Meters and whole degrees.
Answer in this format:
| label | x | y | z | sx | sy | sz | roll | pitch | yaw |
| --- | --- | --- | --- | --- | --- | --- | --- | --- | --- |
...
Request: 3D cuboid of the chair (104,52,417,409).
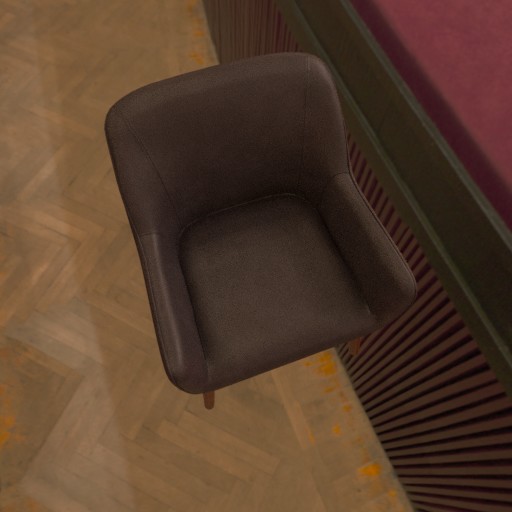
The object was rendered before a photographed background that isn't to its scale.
| label | x | y | z | sx | sy | sz | roll | pitch | yaw |
| --- | --- | --- | --- | --- | --- | --- | --- | --- | --- |
| chair | 0.000 | 0.000 | 1.247 | 0.610 | 0.828 | 0.610 | -18 | 65 | -9 |
